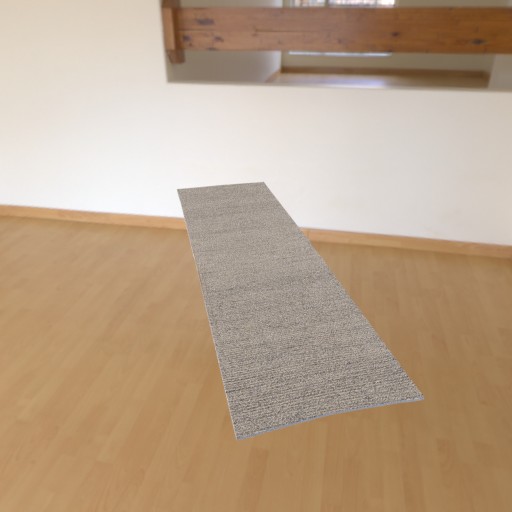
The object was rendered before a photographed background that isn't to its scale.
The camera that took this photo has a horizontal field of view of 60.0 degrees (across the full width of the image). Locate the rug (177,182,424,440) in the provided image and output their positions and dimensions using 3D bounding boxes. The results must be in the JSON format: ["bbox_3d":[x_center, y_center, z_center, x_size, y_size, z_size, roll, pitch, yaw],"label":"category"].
[{"bbox_3d":[0.000,0.000,2.489,0.692,0.032,2.320,-7,30,-12],"label":"rug"}]
